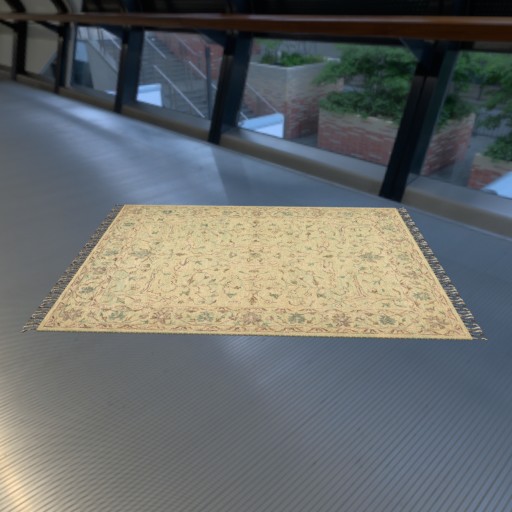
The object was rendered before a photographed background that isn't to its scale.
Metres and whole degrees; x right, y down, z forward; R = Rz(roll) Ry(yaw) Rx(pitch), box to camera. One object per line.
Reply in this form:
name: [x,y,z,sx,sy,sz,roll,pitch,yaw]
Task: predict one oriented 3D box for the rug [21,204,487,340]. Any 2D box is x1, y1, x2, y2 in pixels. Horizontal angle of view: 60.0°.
rug: [0.000,0.000,2.235,1.802,0.008,1.247,1,30,2]
